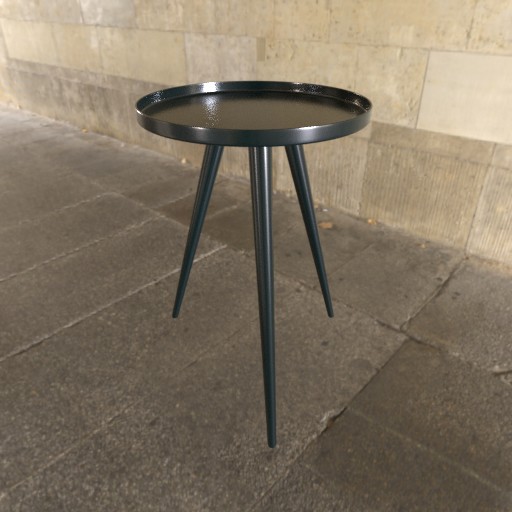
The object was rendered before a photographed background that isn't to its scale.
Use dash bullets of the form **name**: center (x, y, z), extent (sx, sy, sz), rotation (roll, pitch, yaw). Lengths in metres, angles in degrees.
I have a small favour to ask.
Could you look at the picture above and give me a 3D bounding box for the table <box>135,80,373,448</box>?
- **table**: center (0.000, 0.000, 0.822), extent (0.403, 0.548, 0.415), rotation (-1, 30, -2)
